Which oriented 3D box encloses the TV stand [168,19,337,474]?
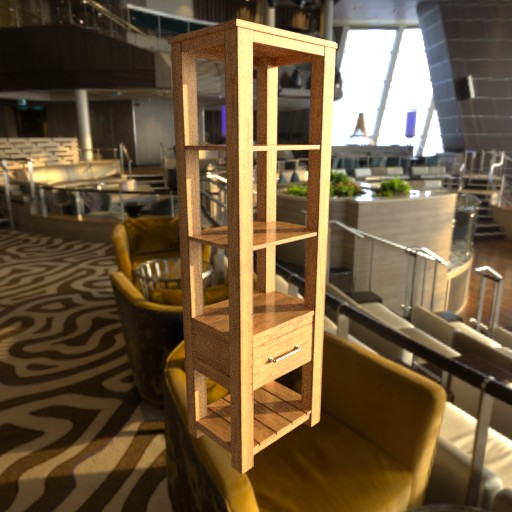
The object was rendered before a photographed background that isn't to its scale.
[{"bbox_3d":[0.000,0.000,2.047,0.565,1.828,0.435,-14,20,-42],"label":"TV stand"}]
